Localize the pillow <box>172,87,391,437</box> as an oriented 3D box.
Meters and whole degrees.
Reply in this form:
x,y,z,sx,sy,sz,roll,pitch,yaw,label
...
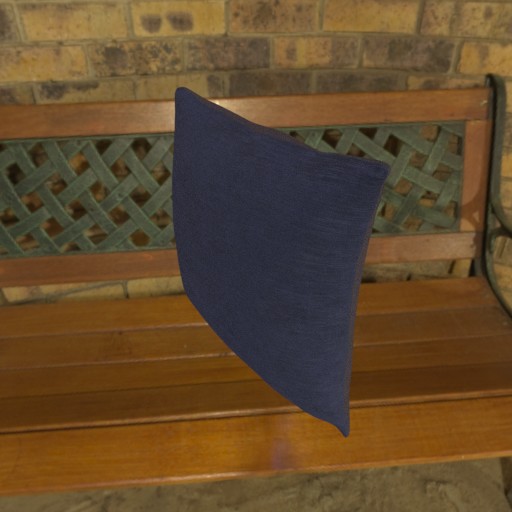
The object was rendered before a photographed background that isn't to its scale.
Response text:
x,y,z,sx,sy,sz,roll,pitch,yaw,label
0.000,0.000,0.706,0.204,0.439,0.452,-21,38,-30,pillow
